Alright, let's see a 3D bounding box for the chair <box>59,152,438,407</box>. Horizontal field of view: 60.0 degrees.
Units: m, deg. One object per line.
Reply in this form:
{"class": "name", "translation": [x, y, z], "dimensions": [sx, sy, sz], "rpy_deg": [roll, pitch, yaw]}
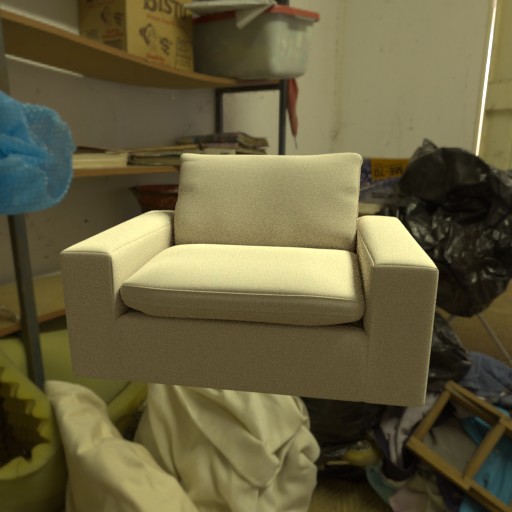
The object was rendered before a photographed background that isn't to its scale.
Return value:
{"class": "chair", "translation": [0.000, 0.000, 2.047], "dimensions": [1.398, 0.915, 1.039], "rpy_deg": [2, 15, 9]}
